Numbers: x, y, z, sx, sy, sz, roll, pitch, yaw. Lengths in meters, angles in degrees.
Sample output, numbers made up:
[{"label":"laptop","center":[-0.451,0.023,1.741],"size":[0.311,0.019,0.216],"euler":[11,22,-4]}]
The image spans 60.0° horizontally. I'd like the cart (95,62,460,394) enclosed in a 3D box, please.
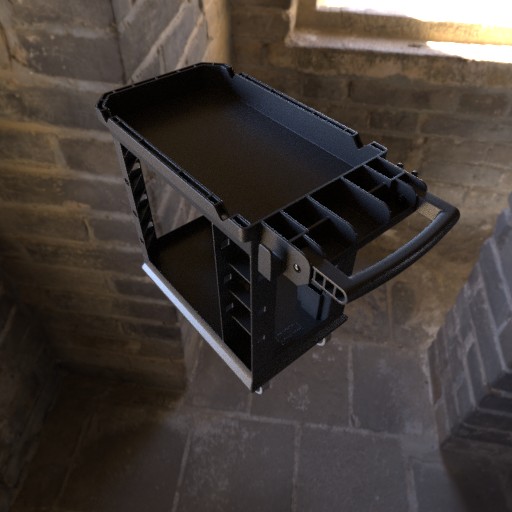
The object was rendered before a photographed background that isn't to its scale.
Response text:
[{"label":"cart","center":[0.000,0.000,1.516],"size":[0.497,0.884,1.061],"euler":[-31,53,-26]}]
